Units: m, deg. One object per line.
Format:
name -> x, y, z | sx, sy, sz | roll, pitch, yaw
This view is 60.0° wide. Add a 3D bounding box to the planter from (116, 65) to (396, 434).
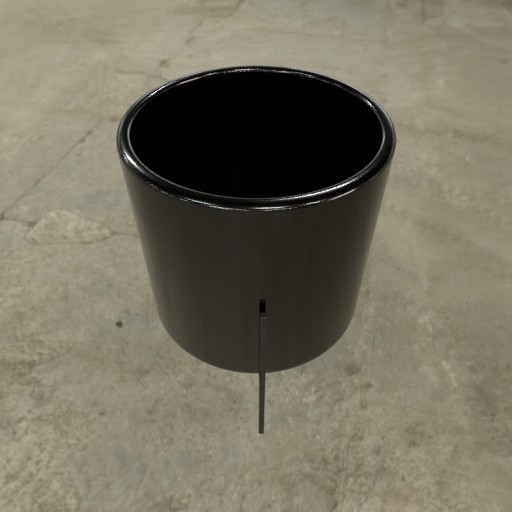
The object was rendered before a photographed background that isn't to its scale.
planter -> 0.000, 0.000, 0.638 | 0.310, 0.432, 0.310 | 33, 54, 28
